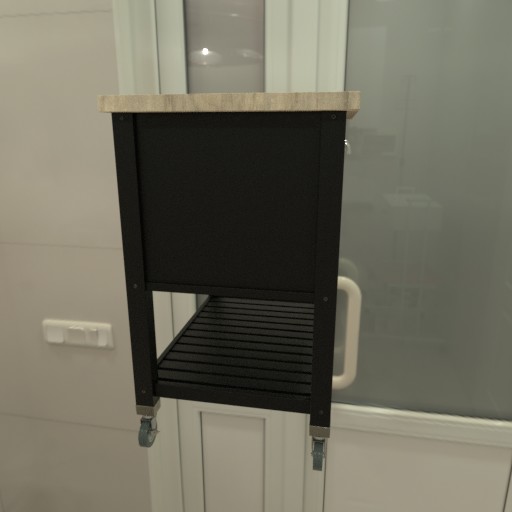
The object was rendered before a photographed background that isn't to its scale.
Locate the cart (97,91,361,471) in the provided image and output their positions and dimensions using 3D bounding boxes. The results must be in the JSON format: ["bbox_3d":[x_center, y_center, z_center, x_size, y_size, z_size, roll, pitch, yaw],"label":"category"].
[{"bbox_3d":[0.000,0.000,1.416,0.567,0.920,0.797,3,16,10],"label":"cart"}]
